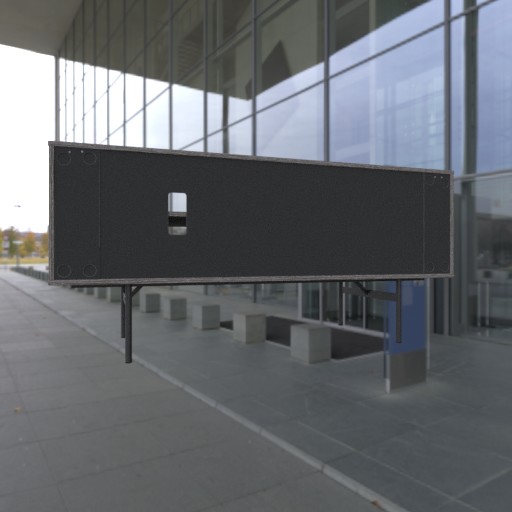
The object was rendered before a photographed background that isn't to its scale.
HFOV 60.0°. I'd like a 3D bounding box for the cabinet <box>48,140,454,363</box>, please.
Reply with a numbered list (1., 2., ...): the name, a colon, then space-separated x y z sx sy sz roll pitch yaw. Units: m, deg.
1. cabinet: 0.000 0.000 1.587 1.300 0.599 0.500 0 0 -19
